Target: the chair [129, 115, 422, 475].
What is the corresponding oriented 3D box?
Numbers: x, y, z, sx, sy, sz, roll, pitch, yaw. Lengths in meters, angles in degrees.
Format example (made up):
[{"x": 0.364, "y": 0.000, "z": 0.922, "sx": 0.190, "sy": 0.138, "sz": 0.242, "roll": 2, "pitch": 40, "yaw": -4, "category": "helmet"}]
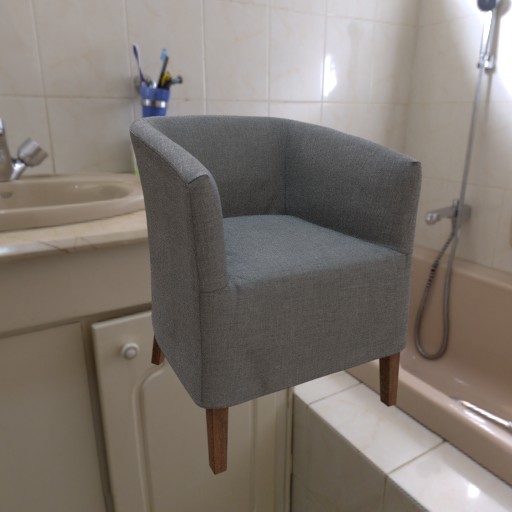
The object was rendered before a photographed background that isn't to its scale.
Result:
[{"x": 0.000, "y": 0.000, "z": 1.265, "sx": 0.600, "sy": 0.771, "sz": 0.668, "roll": -9, "pitch": 19, "yaw": -27, "category": "chair"}]
